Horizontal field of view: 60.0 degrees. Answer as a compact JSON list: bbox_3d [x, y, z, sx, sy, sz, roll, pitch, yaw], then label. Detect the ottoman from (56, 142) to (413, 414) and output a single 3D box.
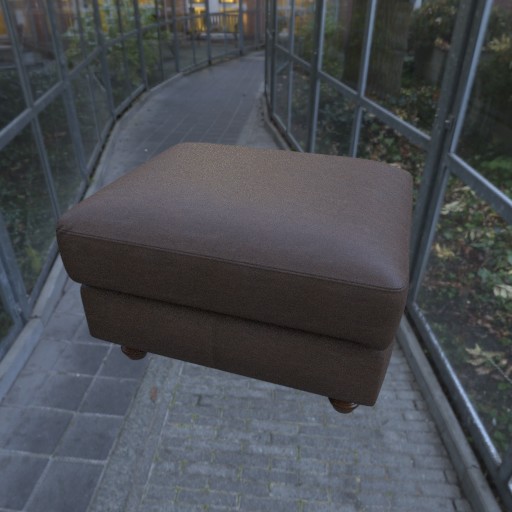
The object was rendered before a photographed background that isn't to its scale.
[{"bbox_3d":[0.000,0.000,1.214,0.787,0.508,0.635,10,32,16],"label":"ottoman"}]
